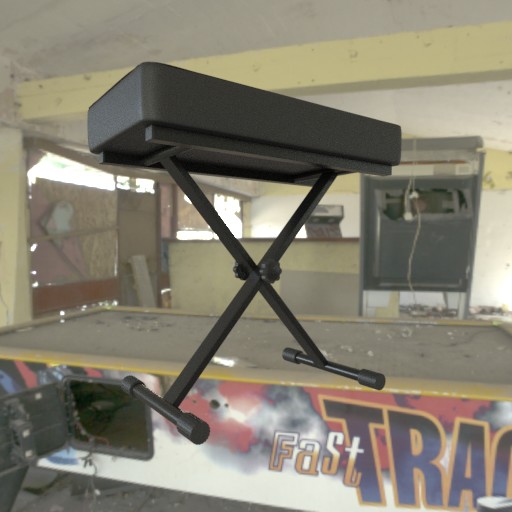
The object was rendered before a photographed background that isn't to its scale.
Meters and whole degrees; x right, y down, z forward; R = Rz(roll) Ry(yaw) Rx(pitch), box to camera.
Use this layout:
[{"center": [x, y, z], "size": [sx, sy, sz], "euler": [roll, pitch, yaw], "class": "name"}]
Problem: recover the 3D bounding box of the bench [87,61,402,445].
[{"center": [0.000, 0.000, 0.914], "size": [0.600, 0.561, 0.300], "euler": [-1, 2, -36], "class": "bench"}]
